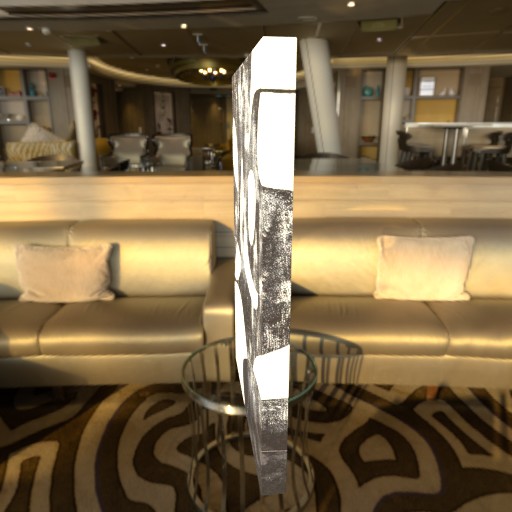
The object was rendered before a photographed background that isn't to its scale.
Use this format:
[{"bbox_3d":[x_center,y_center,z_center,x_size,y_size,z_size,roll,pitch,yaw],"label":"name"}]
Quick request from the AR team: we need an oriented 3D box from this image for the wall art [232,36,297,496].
[{"bbox_3d":[0.000,0.000,0.756,0.039,0.610,0.407,-2,17,-7],"label":"wall art"}]
